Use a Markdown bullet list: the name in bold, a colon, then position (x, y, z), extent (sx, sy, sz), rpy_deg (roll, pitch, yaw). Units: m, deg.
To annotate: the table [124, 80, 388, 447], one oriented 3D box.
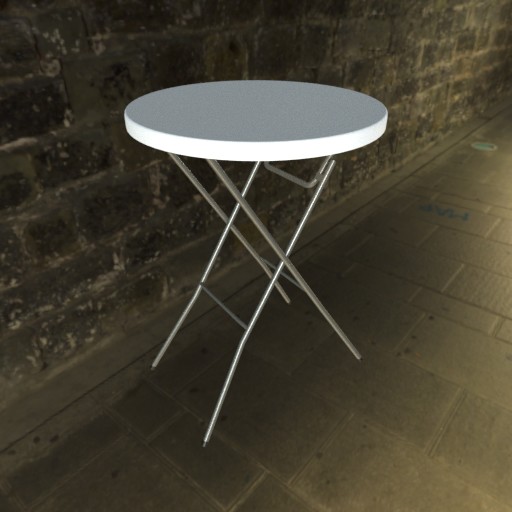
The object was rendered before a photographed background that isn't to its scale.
- **table**: position (0.000, 0.000, 1.658), extent (0.795, 1.105, 0.792), rpy_deg (-20, 37, -29)
